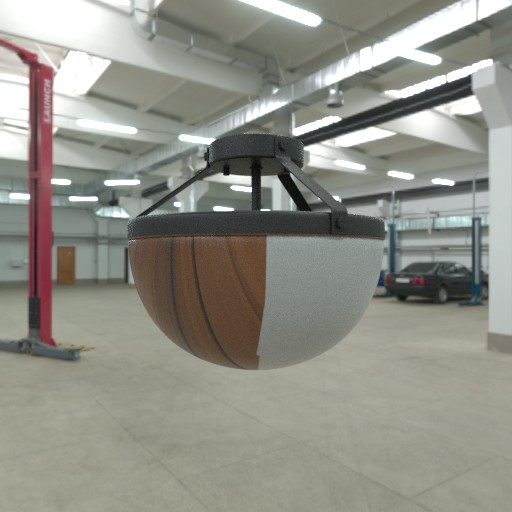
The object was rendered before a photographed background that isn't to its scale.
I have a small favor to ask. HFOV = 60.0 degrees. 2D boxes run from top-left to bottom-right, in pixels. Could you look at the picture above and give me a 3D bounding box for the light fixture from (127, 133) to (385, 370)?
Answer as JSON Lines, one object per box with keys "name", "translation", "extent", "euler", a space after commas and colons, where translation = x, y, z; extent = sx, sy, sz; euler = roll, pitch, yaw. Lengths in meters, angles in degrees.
{"name": "light fixture", "translation": [0.000, 0.000, 0.544], "extent": [0.304, 0.269, 0.304], "euler": [0, 0, 0]}
